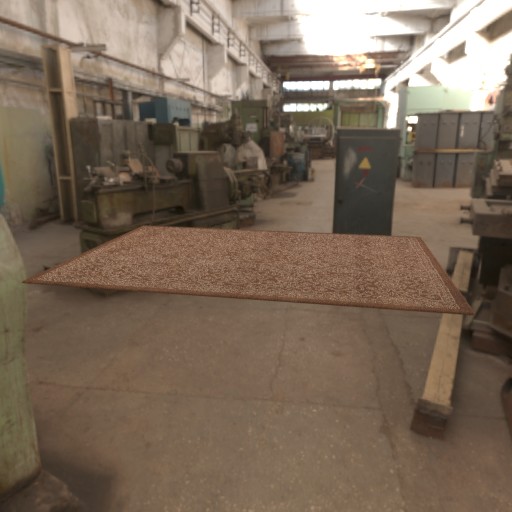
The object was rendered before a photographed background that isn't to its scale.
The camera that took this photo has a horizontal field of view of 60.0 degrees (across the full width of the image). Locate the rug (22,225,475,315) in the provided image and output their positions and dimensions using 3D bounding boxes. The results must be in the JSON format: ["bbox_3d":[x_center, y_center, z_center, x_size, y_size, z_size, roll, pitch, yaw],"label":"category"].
[{"bbox_3d":[0.000,0.000,2.320,1.829,0.010,1.219,3,16,11],"label":"rug"}]
